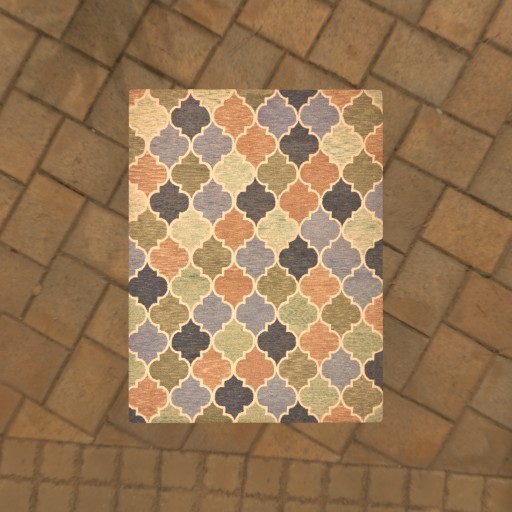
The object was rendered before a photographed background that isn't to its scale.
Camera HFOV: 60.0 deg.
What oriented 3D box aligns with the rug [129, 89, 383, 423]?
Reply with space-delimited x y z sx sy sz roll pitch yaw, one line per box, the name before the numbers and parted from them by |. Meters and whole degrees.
rug | 0.000 0.000 4.265 2.439 0.013 3.200 0 90 0
